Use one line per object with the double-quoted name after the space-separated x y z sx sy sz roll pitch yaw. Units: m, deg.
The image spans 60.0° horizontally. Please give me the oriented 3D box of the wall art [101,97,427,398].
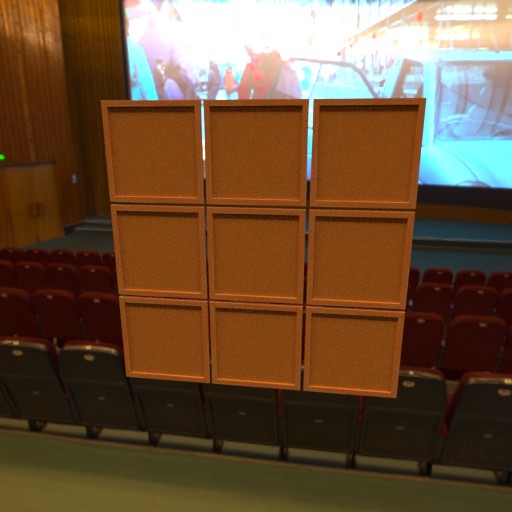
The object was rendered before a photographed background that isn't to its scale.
0.000 0.000 1.362 0.911 0.910 0.012 2 16 8 "wall art"
